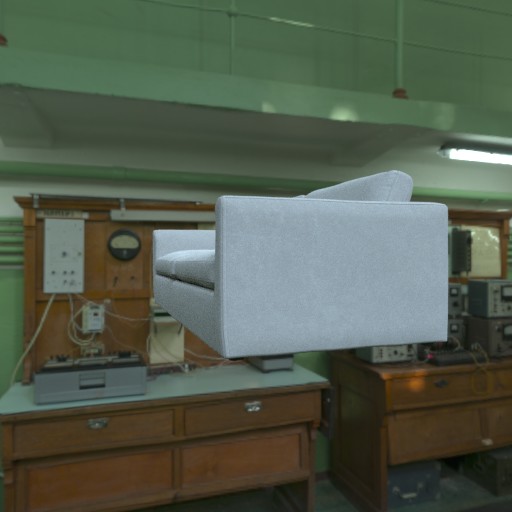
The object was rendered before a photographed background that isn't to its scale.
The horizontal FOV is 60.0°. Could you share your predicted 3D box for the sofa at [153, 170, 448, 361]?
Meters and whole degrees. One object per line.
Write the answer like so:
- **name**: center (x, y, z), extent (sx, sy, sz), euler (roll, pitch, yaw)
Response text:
- **sofa**: center (0.000, 0.000, 2.886), extent (1.090, 0.838, 2.588), euler (0, 0, -19)
